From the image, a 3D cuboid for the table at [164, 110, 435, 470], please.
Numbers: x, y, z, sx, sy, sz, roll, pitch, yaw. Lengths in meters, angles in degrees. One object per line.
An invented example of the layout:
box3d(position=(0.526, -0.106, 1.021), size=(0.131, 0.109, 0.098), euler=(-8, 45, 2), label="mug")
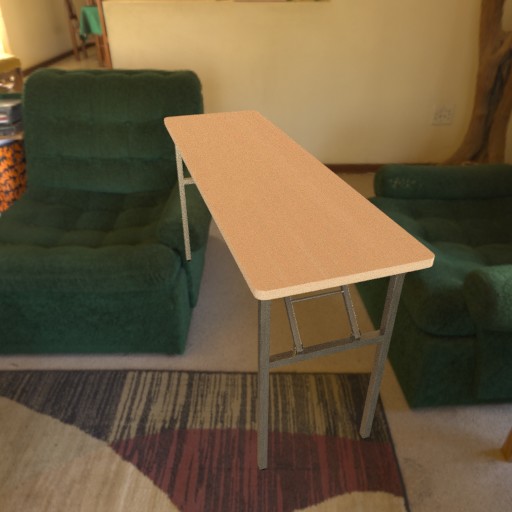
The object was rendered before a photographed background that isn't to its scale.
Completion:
box3d(position=(0.000, 0.000, 1.732), size=(0.446, 0.750, 1.397), euler=(-10, 34, -15), label="table")
